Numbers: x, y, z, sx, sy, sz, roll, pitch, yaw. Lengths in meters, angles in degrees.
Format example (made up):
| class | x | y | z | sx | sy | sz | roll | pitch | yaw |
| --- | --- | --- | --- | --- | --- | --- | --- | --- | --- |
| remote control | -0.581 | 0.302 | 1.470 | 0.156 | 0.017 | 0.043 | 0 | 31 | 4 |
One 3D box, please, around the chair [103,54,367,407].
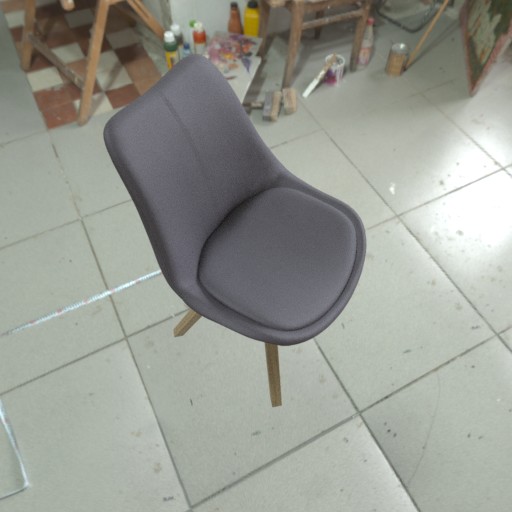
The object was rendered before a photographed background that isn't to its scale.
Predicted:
| class | x | y | z | sx | sy | sz | roll | pitch | yaw |
| --- | --- | --- | --- | --- | --- | --- | --- | --- | --- |
| chair | 0.000 | 0.000 | 1.199 | 0.547 | 0.865 | 0.483 | 29 | 63 | 17 |
